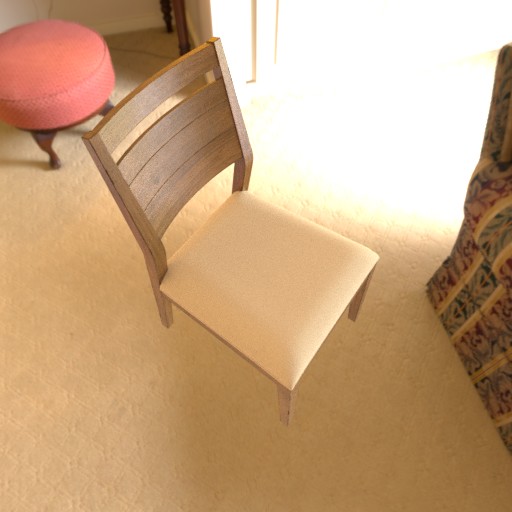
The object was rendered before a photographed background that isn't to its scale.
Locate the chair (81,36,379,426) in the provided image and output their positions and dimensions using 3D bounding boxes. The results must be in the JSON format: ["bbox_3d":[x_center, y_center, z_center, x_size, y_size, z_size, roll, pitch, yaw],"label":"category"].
[{"bbox_3d":[0.000,0.000,1.282,0.610,0.939,0.497,31,63,18],"label":"chair"}]
